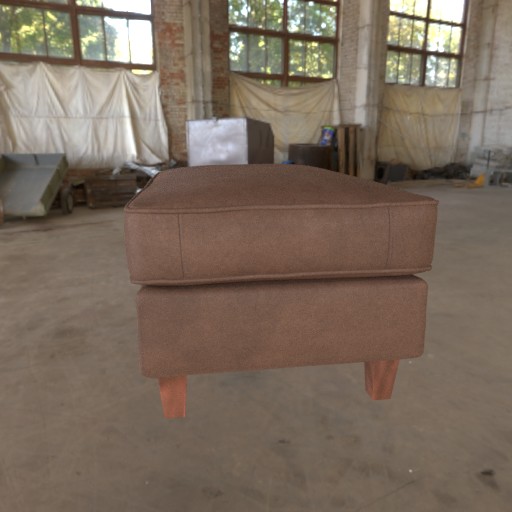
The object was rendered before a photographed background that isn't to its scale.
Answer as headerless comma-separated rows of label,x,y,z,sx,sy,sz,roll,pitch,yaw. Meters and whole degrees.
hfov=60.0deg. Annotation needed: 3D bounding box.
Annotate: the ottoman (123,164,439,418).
ottoman,0.000,0.000,1.219,0.596,0.481,0.860,-2,15,-8
